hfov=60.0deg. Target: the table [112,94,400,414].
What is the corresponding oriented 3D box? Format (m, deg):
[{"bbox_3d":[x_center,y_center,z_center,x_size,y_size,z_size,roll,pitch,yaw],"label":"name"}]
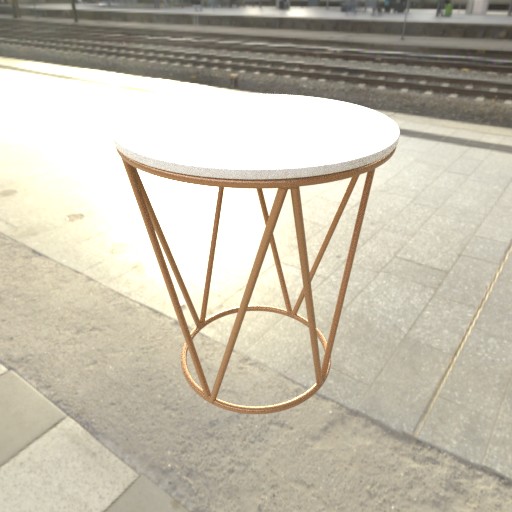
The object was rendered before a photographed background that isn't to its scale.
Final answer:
[{"bbox_3d":[0.000,0.000,0.943,0.500,0.564,0.500,0,31,0],"label":"table"}]
